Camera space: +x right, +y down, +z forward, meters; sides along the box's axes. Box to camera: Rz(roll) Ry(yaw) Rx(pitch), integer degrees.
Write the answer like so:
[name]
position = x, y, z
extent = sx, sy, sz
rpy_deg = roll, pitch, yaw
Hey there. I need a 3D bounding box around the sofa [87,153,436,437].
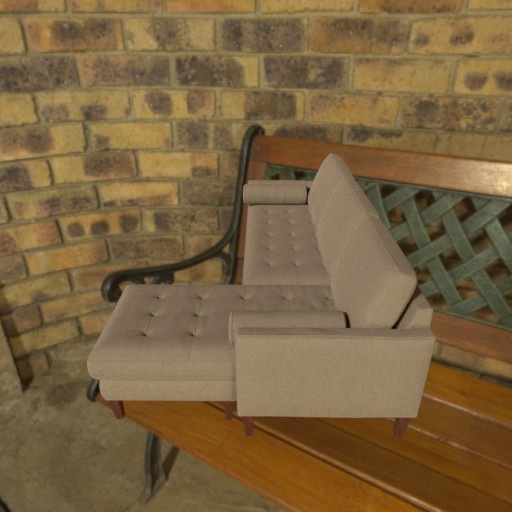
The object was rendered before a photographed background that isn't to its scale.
[sofa]
position = 0.000, 0.000, 2.858
extent = 1.506, 0.875, 2.178
rpy_deg = 0, 27, 0
